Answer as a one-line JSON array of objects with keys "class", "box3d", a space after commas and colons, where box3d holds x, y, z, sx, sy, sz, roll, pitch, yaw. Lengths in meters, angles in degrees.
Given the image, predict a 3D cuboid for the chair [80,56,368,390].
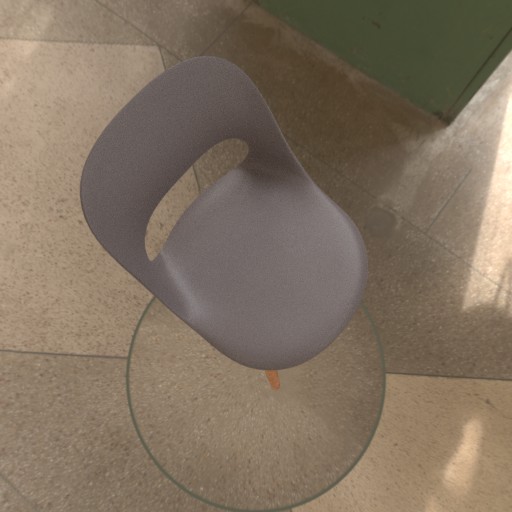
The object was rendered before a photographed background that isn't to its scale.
[{"class": "chair", "box3d": [0.000, 0.000, 1.098, 0.556, 0.794, 0.470, 38, 79, 9]}]
